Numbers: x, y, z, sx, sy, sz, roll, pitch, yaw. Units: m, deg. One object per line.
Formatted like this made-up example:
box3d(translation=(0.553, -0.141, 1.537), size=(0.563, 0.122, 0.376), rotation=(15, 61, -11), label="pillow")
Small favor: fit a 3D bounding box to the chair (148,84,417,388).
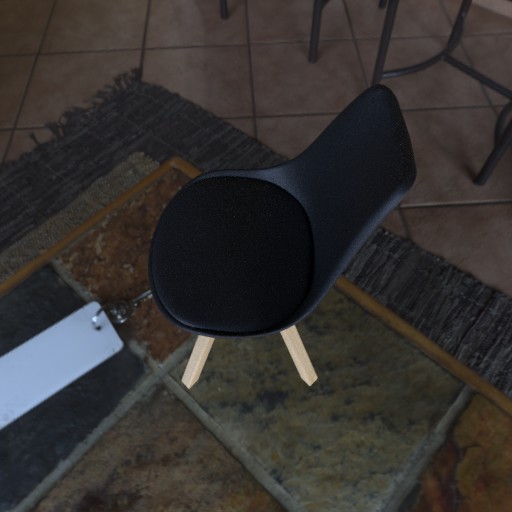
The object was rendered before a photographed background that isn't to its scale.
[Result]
box3d(translation=(0.000, 0.000, 1.142), size=(0.549, 0.850, 0.485), rotation=(-1, 60, -1), label="chair")
